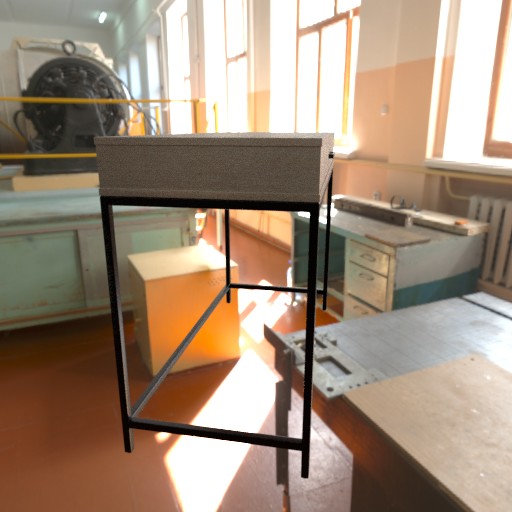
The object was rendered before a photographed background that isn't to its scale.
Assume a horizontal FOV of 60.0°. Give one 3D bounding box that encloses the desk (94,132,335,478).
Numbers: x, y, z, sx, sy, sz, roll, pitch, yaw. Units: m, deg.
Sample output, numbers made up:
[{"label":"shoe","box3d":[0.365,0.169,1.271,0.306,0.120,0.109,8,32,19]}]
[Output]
[{"label":"desk","box3d":[0.000,0.000,1.435,0.470,0.762,1.016,3,16,11]}]
